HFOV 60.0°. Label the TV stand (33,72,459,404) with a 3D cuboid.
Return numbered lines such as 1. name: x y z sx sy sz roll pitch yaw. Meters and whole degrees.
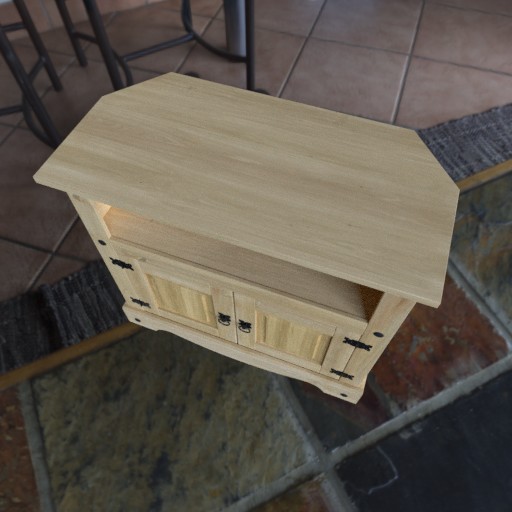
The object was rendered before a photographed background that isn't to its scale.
1. TV stand: 0.000 0.000 1.294 0.851 0.781 0.425 18 59 11
